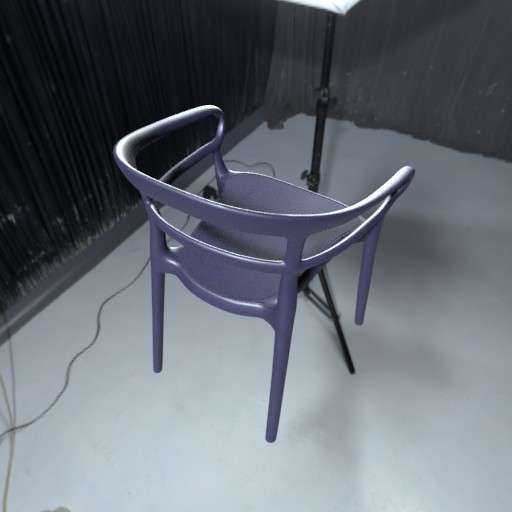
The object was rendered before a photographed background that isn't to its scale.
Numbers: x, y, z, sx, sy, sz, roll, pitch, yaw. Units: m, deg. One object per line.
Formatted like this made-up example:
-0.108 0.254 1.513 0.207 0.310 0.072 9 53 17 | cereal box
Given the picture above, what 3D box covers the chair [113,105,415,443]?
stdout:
0.000 0.000 1.118 0.559 0.761 0.527 24 50 22 | chair
